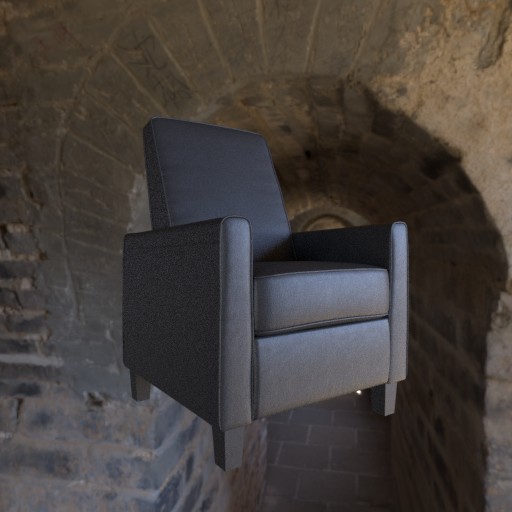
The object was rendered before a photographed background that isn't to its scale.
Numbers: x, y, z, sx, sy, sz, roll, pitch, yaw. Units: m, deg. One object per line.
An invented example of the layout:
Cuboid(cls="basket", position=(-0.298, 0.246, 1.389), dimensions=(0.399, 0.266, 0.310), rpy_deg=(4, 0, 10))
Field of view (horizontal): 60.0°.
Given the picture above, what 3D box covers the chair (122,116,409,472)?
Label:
Cuboid(cls="chair", position=(0.000, 0.000, 1.501), dimensions=(0.705, 1.013, 0.746), rpy_deg=(-1, 2, -35))
